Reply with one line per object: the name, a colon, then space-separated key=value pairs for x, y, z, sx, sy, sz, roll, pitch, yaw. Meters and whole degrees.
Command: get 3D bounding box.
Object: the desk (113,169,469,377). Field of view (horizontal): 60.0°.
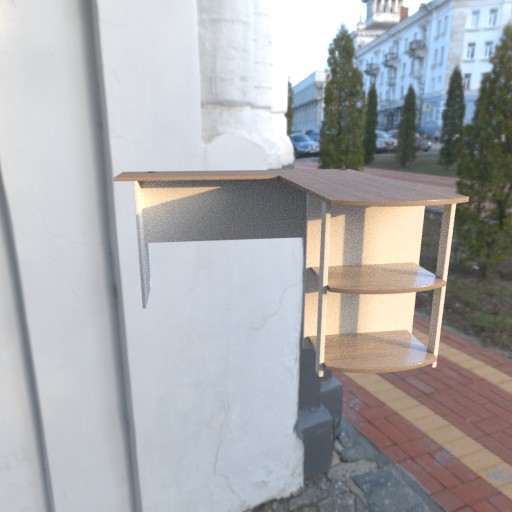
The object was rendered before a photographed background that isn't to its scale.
desk: x=0.000 y=0.000 z=2.137 sx=1.361 sy=0.716 sz=1.303 roll=-2 pitch=16 yaw=-8
